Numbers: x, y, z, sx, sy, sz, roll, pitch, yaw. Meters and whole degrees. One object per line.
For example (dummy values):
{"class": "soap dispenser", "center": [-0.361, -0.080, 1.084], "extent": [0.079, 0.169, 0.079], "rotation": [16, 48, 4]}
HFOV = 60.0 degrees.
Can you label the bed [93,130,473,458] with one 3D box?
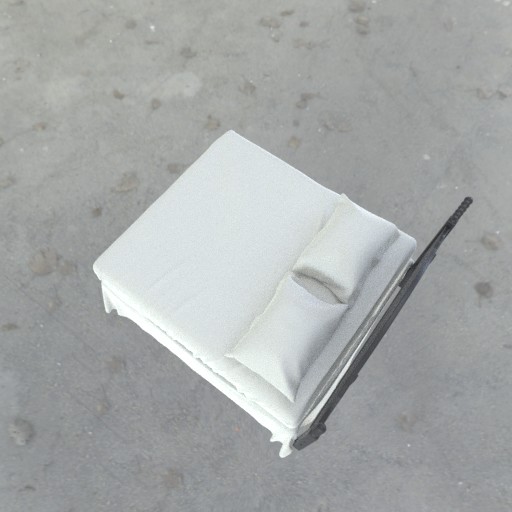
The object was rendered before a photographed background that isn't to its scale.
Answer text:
{"class": "bed", "center": [0.000, 0.000, 3.214], "extent": [2.040, 1.356, 1.873], "rotation": [34, 69, 15]}
